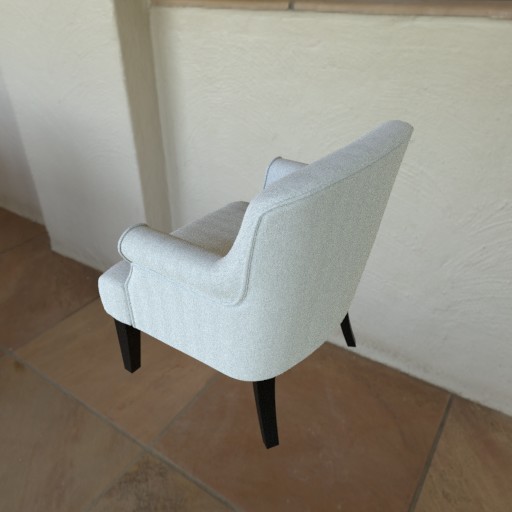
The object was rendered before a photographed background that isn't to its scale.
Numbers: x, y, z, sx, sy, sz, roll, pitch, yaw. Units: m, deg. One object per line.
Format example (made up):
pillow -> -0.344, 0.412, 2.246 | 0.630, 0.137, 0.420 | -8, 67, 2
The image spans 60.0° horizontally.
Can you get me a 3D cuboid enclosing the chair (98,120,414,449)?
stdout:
chair -> 0.000, 0.000, 1.434 | 0.750, 0.875, 0.781 | 21, 38, 31
